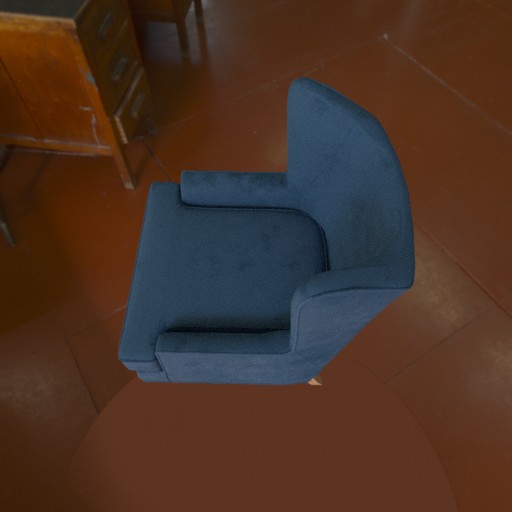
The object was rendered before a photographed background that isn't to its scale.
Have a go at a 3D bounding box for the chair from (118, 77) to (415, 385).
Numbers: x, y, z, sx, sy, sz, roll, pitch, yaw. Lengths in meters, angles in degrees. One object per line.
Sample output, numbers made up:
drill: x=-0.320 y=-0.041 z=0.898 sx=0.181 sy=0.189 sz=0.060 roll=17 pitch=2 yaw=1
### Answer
chair: x=0.000 y=0.000 z=1.619 sx=0.910 sy=0.952 sz=0.793 roll=1 pitch=59 yaw=1
